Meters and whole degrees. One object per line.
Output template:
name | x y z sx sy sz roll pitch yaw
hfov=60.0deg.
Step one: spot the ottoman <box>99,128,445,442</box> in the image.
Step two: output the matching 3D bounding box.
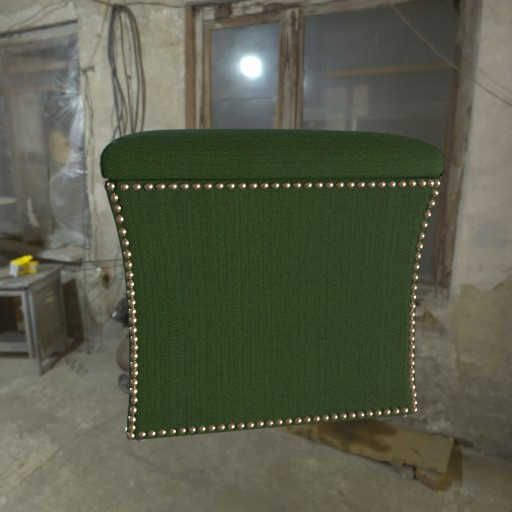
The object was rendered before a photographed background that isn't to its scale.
ottoman | 0.000 0.000 0.880 0.507 0.475 0.497 -2 13 -9
